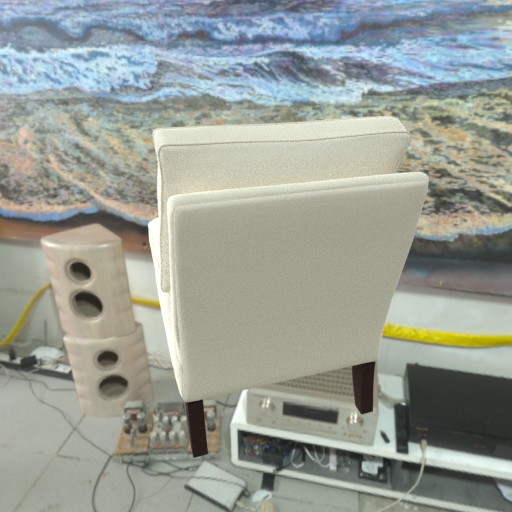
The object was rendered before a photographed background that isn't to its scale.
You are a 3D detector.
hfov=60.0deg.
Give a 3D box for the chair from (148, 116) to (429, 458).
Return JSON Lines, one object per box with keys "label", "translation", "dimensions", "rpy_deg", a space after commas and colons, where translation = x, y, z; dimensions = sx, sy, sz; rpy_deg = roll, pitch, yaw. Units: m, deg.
{"label": "chair", "translation": [0.000, 0.000, 1.397], "dimensions": [0.630, 0.887, 0.781], "rpy_deg": [-8, 27, -16]}
